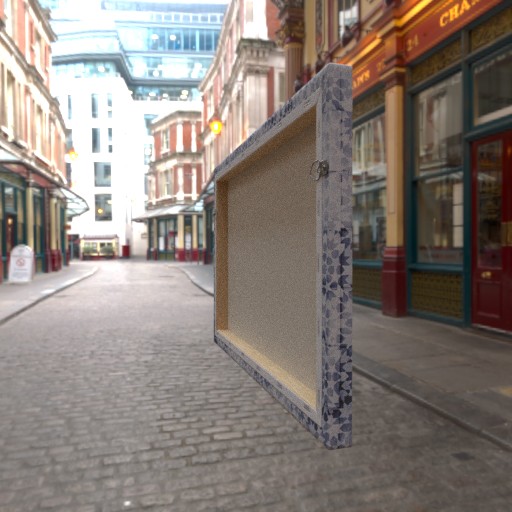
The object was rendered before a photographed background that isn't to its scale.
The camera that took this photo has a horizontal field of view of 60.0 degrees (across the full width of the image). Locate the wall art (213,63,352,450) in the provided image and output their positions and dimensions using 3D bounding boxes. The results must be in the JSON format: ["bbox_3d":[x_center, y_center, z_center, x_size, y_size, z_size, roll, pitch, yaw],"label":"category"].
[{"bbox_3d":[0.000,0.000,0.755,0.030,0.406,0.608,0,0,-17],"label":"wall art"}]
